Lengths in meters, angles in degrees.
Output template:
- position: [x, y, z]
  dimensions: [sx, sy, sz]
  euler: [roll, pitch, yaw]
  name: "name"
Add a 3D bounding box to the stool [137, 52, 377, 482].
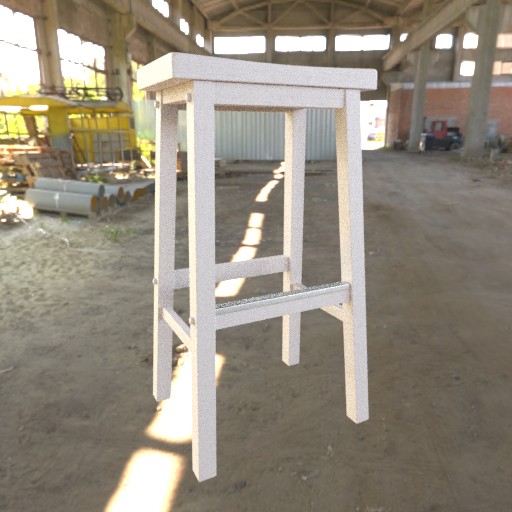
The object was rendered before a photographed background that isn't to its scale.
- position: [0.000, 0.000, 0.949]
  dimensions: [0.406, 0.742, 0.322]
  euler: [-8, 17, -26]
  name: "stool"
